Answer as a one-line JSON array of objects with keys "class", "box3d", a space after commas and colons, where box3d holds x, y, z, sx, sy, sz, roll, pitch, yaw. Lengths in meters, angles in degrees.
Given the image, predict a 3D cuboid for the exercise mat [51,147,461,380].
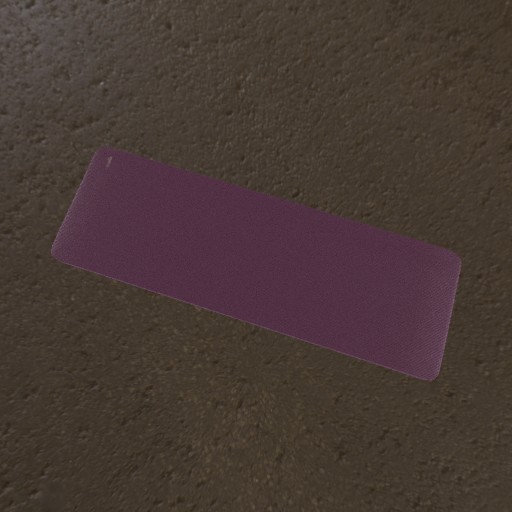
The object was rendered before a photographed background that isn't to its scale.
[{"class": "exercise mat", "box3d": [0.000, 0.000, 2.092, 1.869, 0.021, 0.616, 17, 77, 4]}]
